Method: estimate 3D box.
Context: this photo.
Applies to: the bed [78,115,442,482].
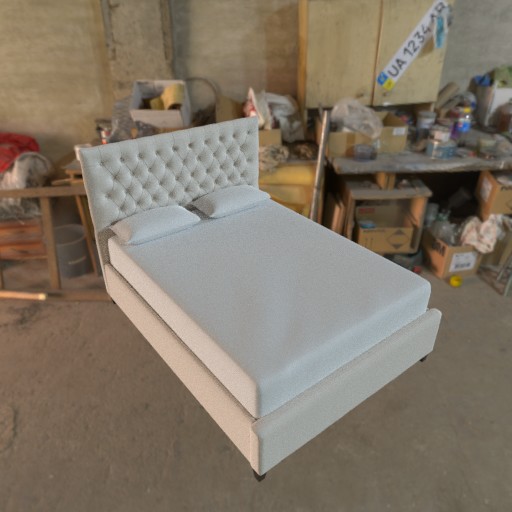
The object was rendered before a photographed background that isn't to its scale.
[{"bbox_3d":[0.000,0.000,3.352,1.696,1.426,2.233,-22,37,-31],"label":"bed"}]
